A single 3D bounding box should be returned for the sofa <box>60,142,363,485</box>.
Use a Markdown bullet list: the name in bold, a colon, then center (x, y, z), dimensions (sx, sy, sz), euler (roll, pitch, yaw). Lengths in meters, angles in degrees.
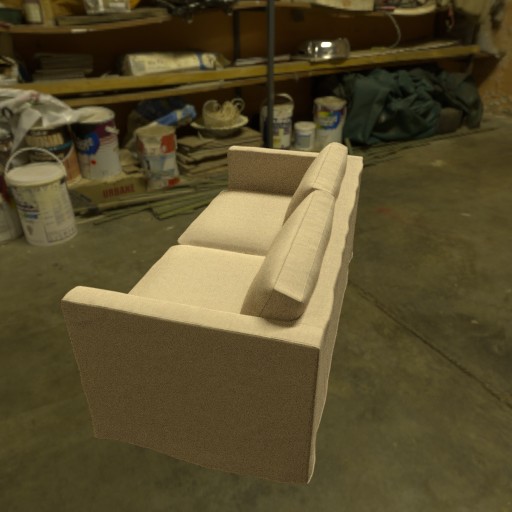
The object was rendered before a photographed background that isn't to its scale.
- **sofa**: center (0.000, 0.000, 2.382), dimensions (0.962, 0.835, 1.959), euler (8, 31, 13)
